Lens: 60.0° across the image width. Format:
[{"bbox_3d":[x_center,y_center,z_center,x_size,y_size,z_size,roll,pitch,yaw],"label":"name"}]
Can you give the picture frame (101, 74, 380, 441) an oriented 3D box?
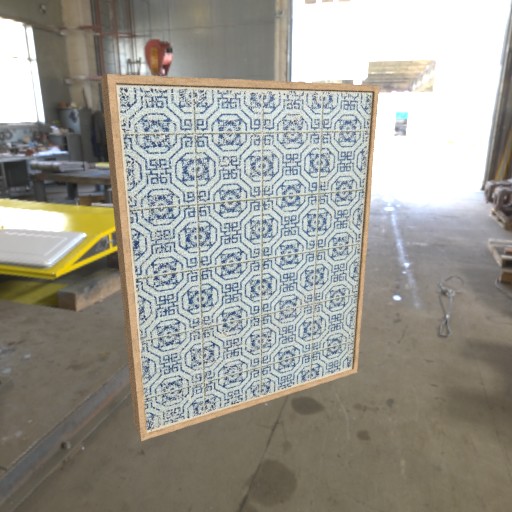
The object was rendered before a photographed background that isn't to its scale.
[{"bbox_3d":[0.000,0.000,0.716,0.421,0.526,0.046,-9,19,-26],"label":"picture frame"}]
